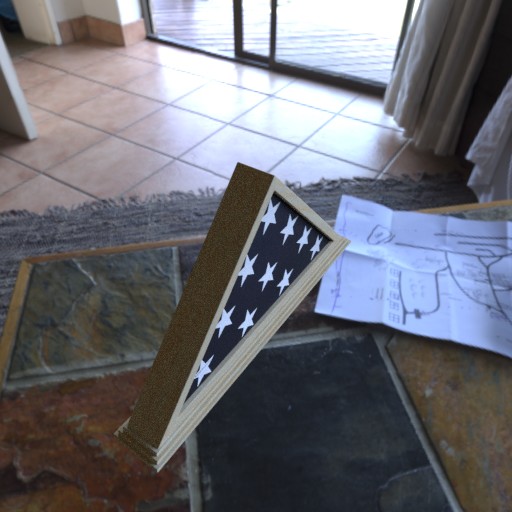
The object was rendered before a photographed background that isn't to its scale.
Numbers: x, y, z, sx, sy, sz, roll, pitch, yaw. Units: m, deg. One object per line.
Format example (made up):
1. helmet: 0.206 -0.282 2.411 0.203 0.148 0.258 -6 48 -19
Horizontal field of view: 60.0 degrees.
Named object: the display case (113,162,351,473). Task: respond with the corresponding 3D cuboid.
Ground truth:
1. display case: 0.000 0.000 0.753 0.095 0.340 0.640 25 48 25
